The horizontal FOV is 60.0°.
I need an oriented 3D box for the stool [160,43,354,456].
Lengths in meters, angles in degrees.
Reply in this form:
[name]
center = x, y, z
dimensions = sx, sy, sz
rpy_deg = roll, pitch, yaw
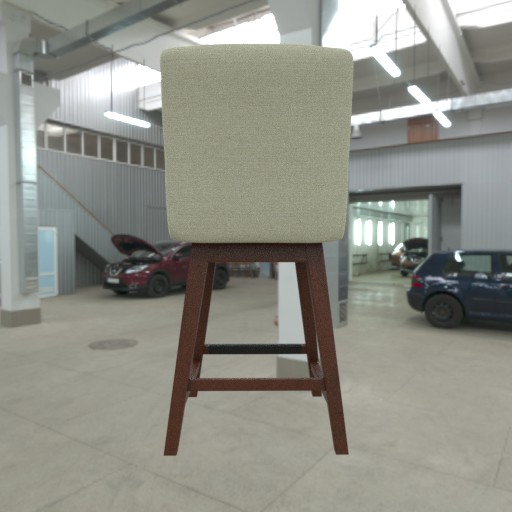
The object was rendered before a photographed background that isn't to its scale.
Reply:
[stool]
center = 0.000, 0.000, 1.289
dimensions = 0.469, 0.991, 0.559
rpy_deg = 0, 2, -1
